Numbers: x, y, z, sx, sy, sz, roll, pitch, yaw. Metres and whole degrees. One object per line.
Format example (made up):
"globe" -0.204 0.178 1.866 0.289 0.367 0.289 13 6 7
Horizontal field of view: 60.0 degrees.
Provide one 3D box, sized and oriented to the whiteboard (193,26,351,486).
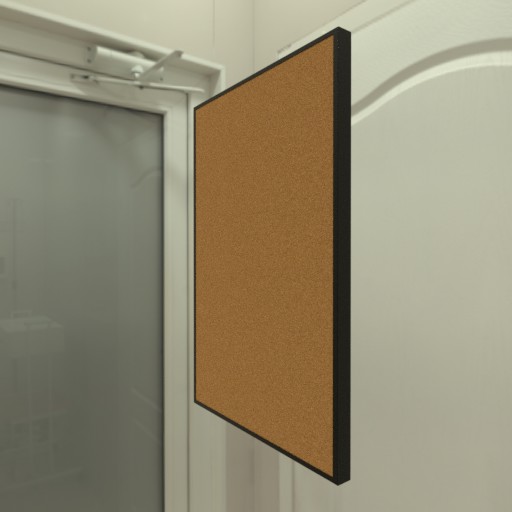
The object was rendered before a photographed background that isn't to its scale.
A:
"whiteboard" 0.000 0.000 0.759 0.026 0.611 0.406 0 1 -36
